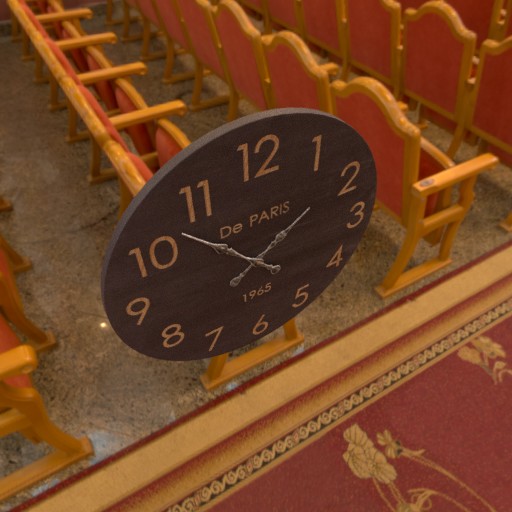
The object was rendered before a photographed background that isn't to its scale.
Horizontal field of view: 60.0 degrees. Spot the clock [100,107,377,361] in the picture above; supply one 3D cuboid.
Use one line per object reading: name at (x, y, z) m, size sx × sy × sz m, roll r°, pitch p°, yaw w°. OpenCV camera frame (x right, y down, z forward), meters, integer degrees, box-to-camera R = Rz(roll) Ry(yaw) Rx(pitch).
clock at (0.000, 0.000, 0.873) m, size 0.595 × 0.595 × 0.029 m, roll -23°, pitch 51°, yaw -20°
